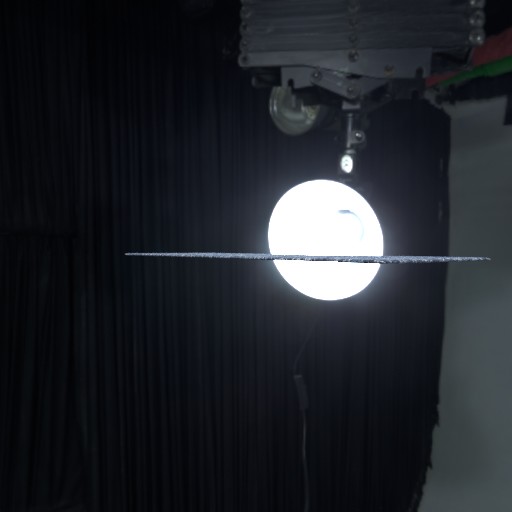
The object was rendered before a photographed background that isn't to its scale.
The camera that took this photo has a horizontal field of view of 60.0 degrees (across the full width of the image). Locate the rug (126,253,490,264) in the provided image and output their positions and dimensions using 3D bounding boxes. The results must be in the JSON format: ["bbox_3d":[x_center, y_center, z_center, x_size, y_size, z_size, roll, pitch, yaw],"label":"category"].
[{"bbox_3d":[0.000,0.000,2.521,0.719,0.013,2.306,-1,1,-36],"label":"rug"}]
